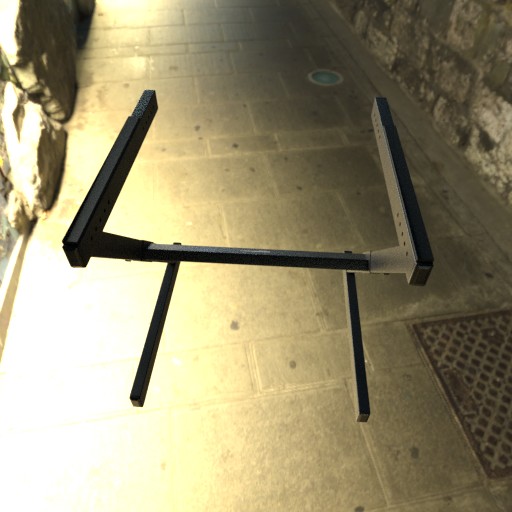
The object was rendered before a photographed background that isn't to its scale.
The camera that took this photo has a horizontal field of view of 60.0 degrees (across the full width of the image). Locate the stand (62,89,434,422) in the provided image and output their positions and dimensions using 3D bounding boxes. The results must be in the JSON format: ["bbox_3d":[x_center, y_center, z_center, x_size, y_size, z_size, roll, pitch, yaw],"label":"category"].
[{"bbox_3d":[0.000,0.000,1.155,0.700,0.617,0.586,3,46,3],"label":"stand"}]
